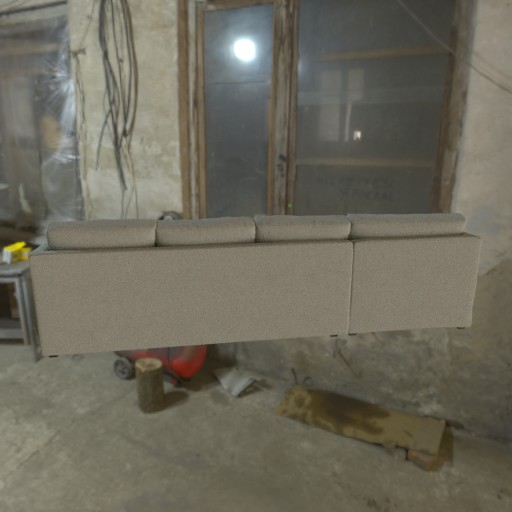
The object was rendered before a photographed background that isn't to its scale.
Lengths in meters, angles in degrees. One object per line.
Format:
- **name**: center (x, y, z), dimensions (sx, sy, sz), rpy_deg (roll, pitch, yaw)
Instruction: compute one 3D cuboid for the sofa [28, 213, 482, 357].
- **sofa**: center (0.000, 0.000, 3.883), dimensions (3.205, 0.922, 1.650), rpy_deg (-2, 15, -9)
